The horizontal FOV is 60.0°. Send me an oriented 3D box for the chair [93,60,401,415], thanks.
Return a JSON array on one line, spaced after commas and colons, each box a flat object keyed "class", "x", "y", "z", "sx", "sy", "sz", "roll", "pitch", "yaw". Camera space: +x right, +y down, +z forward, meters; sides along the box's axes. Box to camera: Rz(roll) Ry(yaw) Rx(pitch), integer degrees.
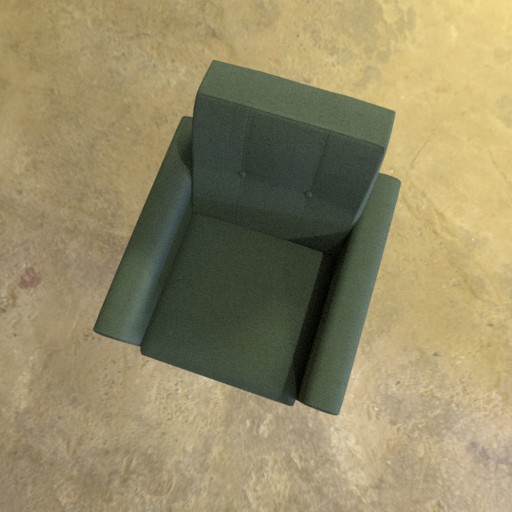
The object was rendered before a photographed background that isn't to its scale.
[{"class": "chair", "x": 0.000, "y": 0.000, "z": 1.593, "sx": 0.831, "sy": 0.841, "sz": 0.909, "roll": 18, "pitch": 75, "yaw": 5}]
